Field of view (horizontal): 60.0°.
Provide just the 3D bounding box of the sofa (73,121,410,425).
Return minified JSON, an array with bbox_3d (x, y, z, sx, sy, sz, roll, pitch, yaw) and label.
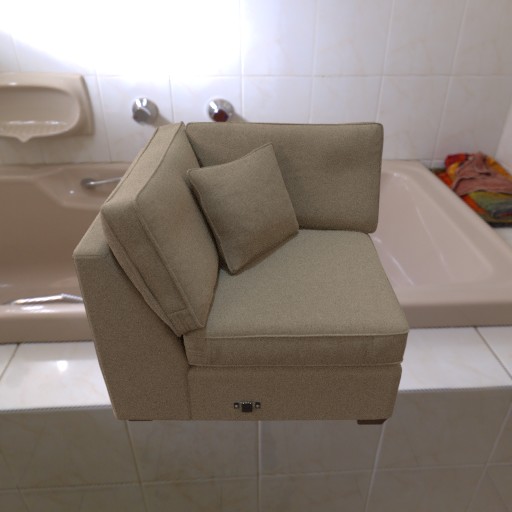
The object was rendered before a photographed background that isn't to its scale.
[{"bbox_3d":[0.000,0.000,1.945,1.146,1.002,1.084,0,31,-1],"label":"sofa"}]
